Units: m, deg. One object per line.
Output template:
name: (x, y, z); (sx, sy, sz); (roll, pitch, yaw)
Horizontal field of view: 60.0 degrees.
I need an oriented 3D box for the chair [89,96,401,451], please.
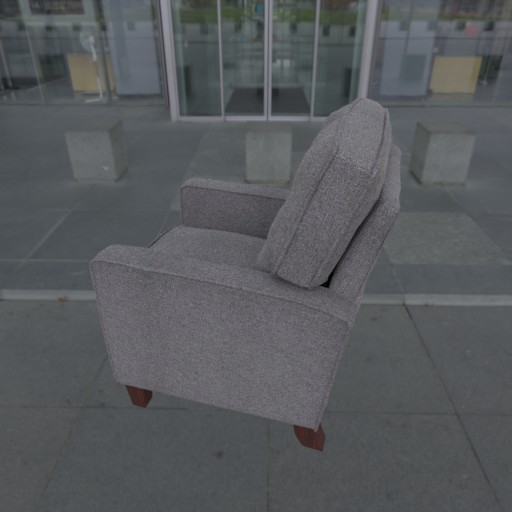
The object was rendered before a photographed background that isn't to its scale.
chair: (0.000, 0.000, 1.372); (0.775, 0.889, 0.650); (8, 31, 14)
